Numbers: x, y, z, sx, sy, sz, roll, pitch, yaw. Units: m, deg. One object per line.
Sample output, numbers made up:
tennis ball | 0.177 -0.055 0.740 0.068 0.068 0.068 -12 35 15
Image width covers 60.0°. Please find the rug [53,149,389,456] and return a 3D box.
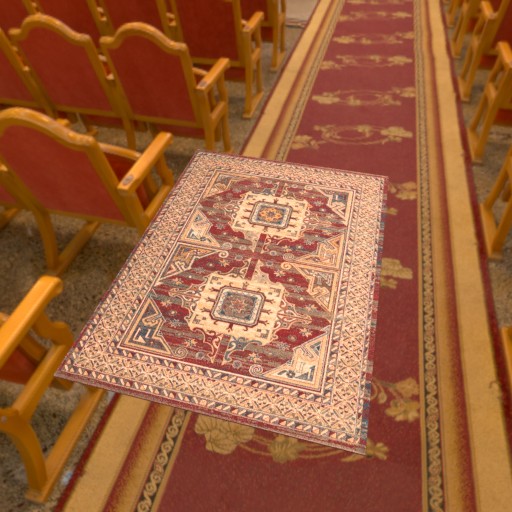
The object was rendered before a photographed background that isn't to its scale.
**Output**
rug | 0.000 0.000 2.903 1.599 0.011 2.210 10 47 10
